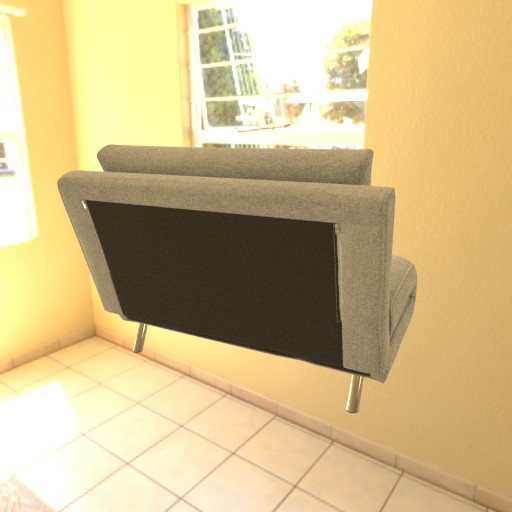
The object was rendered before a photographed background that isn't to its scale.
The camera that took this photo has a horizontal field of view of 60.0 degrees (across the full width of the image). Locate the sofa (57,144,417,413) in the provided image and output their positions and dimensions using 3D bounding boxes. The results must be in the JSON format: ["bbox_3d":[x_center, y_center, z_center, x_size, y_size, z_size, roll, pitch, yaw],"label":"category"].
[{"bbox_3d":[0.000,0.000,1.862,1.220,0.910,0.910,8,18,26],"label":"sofa"}]
